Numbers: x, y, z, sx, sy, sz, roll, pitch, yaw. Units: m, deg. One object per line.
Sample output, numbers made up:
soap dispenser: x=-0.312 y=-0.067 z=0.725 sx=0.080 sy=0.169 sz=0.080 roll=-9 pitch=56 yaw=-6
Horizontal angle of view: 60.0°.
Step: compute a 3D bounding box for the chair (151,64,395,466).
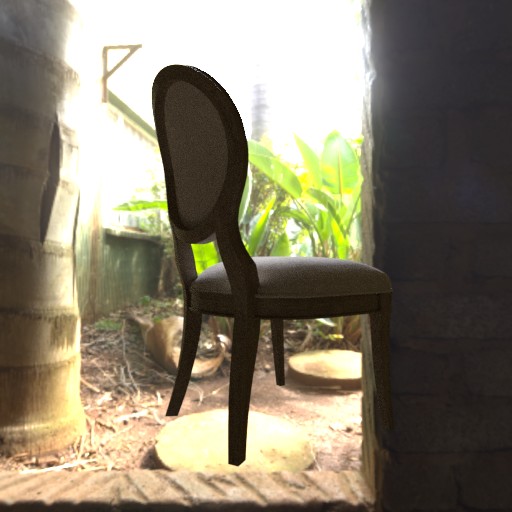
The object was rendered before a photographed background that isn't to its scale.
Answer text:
chair: x=0.000 y=0.000 z=1.323 sx=0.602 sy=0.990 sz=0.558 roll=0 pitch=0 yaw=-34
